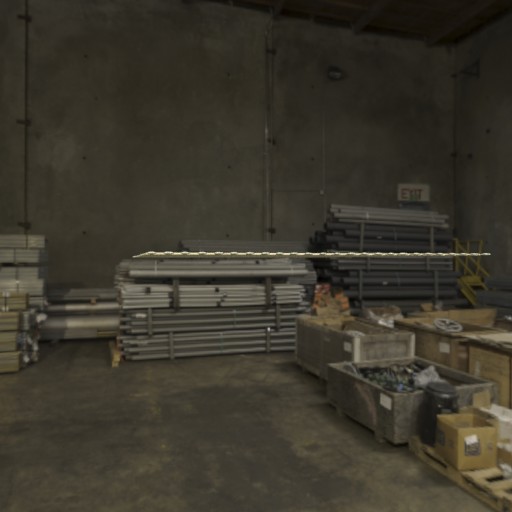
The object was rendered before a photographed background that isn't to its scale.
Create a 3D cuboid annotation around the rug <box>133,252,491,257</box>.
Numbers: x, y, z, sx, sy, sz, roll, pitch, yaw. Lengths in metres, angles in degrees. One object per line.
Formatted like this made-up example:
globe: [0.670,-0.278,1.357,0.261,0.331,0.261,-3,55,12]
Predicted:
rug: [0.000,0.000,2.964,1.539,0.011,2.410,0,0,-17]
